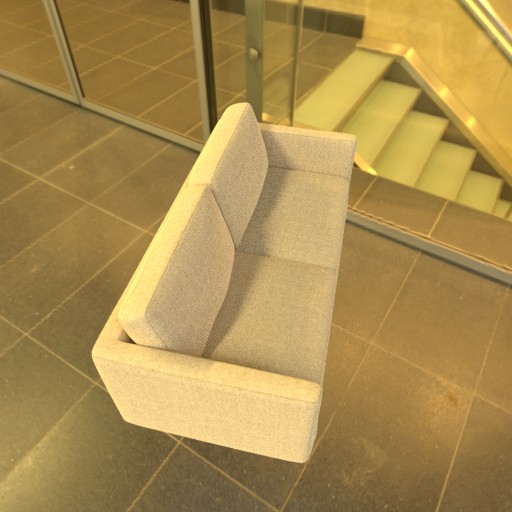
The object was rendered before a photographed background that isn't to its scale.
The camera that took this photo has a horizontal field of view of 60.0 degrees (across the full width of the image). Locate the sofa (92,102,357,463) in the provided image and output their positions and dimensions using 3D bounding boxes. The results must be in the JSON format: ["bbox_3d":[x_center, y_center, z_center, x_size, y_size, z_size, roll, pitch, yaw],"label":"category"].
[{"bbox_3d":[0.000,0.000,2.488,0.950,0.963,1.884,10,48,9],"label":"sofa"}]
